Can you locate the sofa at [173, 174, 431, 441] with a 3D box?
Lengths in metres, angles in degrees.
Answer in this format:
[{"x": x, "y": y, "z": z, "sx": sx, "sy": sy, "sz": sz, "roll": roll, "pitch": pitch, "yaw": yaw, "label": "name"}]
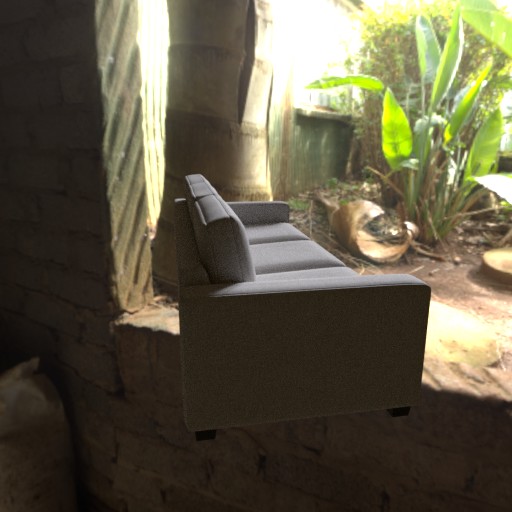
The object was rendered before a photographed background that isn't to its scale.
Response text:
[{"x": 0.000, "y": 0.000, "z": 2.529, "sx": 0.900, "sy": 0.800, "sz": 2.120, "roll": -3, "pitch": 15, "yaw": -10, "label": "sofa"}]
